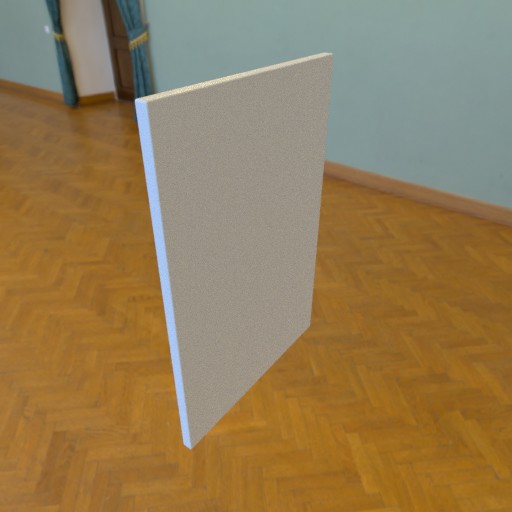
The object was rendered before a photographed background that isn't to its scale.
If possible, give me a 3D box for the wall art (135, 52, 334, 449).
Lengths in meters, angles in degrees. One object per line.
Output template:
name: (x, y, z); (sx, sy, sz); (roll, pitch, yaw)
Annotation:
wall art: (0.000, 0.000, 1.041); (0.026, 0.813, 0.556); (22, 39, 30)
